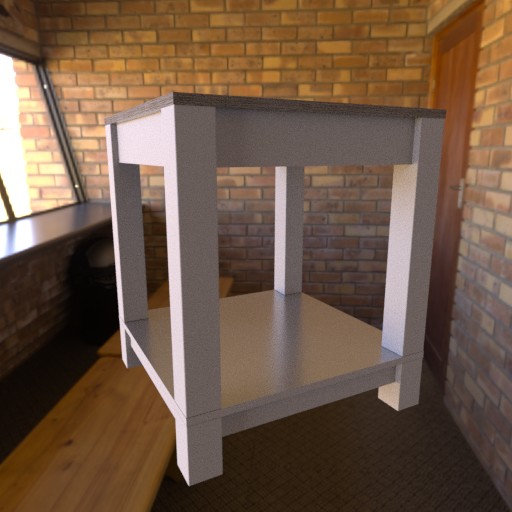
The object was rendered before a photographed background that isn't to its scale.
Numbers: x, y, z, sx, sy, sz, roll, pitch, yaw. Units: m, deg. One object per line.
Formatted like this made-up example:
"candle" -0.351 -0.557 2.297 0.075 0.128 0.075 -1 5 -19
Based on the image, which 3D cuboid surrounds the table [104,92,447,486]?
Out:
"table" 0.000 0.000 0.963 0.506 0.587 0.504 -7 15 -27
